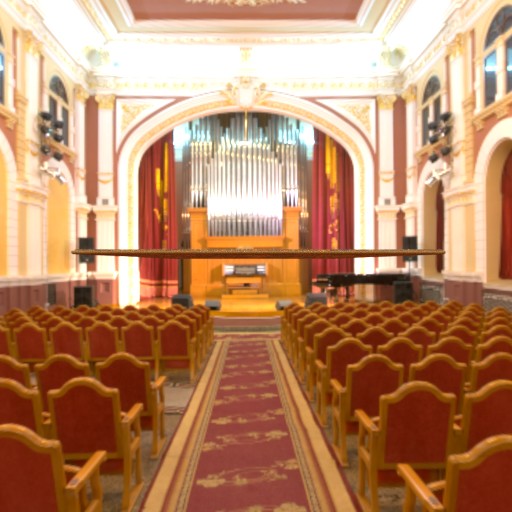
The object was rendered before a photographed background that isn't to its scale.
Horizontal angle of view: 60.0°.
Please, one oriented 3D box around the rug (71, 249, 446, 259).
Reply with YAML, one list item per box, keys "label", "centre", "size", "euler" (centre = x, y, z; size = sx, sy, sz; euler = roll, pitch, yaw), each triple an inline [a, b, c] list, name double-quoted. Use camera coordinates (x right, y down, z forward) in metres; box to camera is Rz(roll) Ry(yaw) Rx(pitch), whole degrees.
- label: "rug"
  centre: [0.000, 0.000, 1.087]
  size: [0.557, 0.008, 0.863]
  euler: [0, -1, -1]
